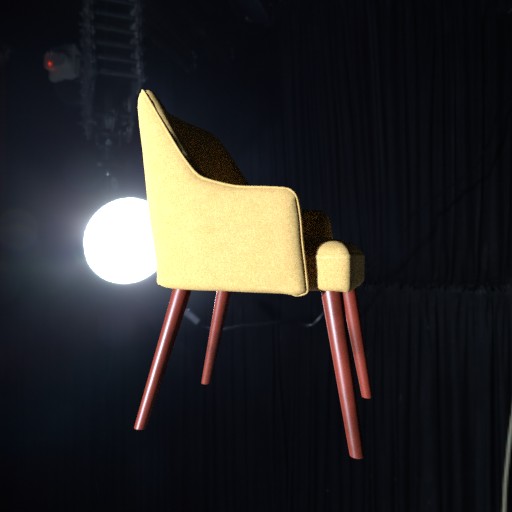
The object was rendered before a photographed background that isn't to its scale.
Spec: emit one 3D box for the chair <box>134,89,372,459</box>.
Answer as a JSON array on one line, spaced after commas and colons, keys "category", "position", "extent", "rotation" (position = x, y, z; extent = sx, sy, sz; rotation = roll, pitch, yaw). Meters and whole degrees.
[{"category": "chair", "position": [0.000, 0.000, 1.222], "extent": [0.605, 0.849, 0.548], "rotation": [0, 0, 17]}]
